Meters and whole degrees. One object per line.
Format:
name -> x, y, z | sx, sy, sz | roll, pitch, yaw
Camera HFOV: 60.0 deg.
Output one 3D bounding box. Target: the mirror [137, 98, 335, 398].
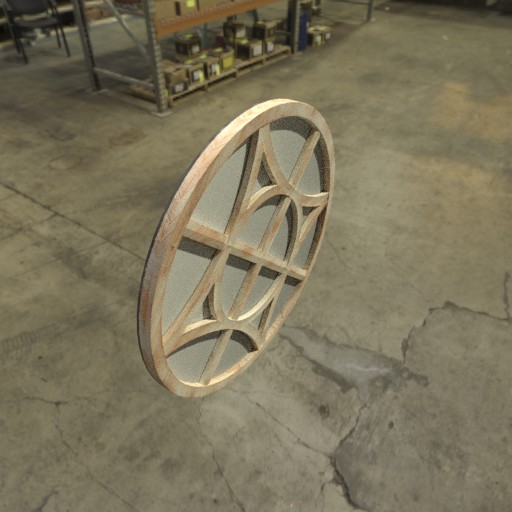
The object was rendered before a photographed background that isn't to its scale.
mirror -> 0.000, 0.000, 1.046 | 0.038, 0.710, 0.710 | 24, 46, 26
